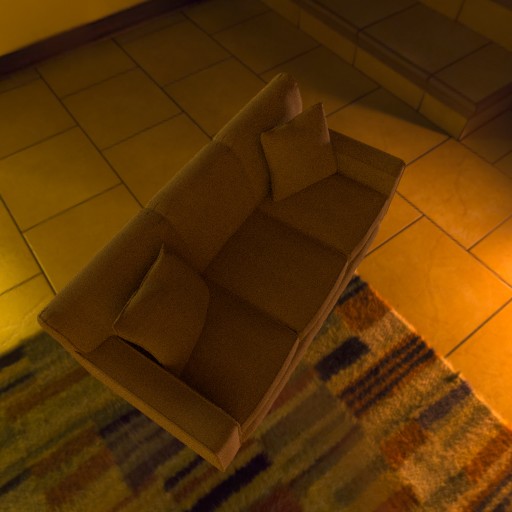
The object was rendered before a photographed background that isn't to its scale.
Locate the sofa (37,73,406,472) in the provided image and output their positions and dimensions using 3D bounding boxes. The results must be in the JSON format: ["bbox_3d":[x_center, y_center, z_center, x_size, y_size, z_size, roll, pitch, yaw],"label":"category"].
[{"bbox_3d":[0.000,0.000,2.557,0.997,0.958,2.024,29,62,17],"label":"sofa"}]
